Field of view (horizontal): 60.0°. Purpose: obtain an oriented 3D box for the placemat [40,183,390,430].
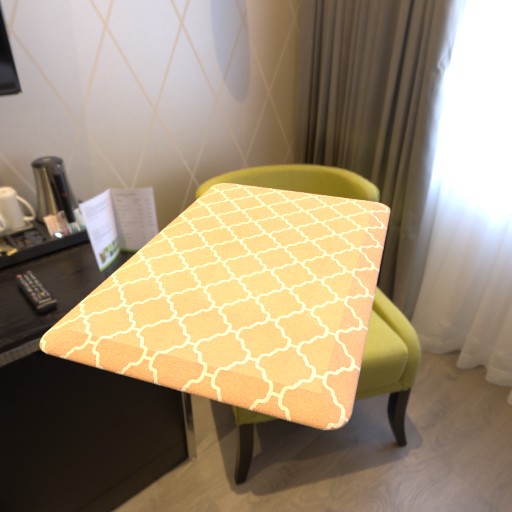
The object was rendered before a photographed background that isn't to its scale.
[{"bbox_3d":[0.000,0.000,0.945,0.508,0.021,0.762,10,32,16],"label":"placemat"}]
